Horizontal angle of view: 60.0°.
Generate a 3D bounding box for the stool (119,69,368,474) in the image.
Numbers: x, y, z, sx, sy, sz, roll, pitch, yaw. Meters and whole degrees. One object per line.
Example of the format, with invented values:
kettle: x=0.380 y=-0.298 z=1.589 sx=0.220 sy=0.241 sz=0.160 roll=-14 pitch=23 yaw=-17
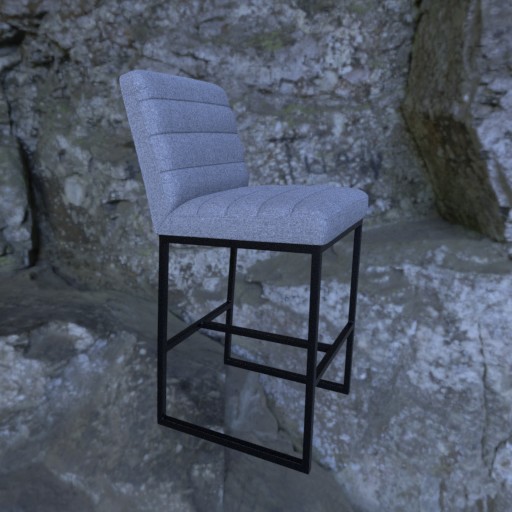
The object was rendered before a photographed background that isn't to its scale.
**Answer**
stool: x=0.000 y=0.000 z=1.337 sx=0.571 sy=1.034 sz=0.459 roll=7 pitch=17 yaw=25
